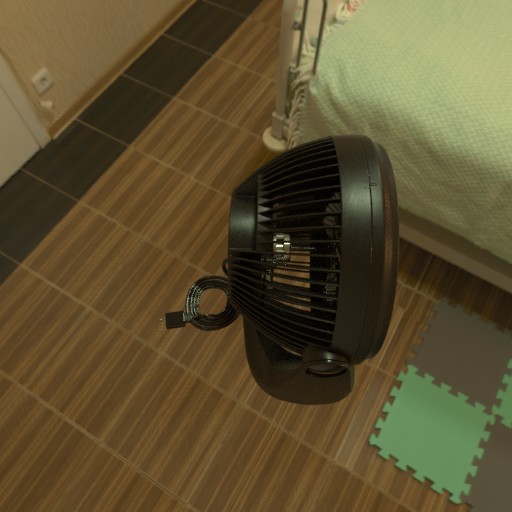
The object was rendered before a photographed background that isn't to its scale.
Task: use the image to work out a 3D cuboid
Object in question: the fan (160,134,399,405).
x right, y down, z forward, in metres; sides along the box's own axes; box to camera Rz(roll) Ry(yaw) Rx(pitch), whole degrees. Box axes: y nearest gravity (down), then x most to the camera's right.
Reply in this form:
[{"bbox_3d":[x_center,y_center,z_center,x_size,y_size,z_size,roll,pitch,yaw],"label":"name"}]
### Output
[{"bbox_3d":[0.000,0.000,0.489,0.256,0.277,0.273,2,64,1],"label":"fan"}]
